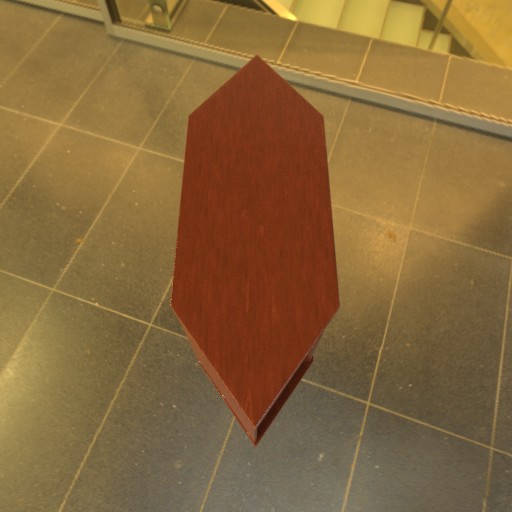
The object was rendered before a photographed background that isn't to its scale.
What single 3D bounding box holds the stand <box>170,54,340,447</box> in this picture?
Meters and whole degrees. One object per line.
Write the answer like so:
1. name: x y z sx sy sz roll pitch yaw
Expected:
1. stand: 0.000 0.000 1.385 0.381 0.614 1.072 0 63 0
